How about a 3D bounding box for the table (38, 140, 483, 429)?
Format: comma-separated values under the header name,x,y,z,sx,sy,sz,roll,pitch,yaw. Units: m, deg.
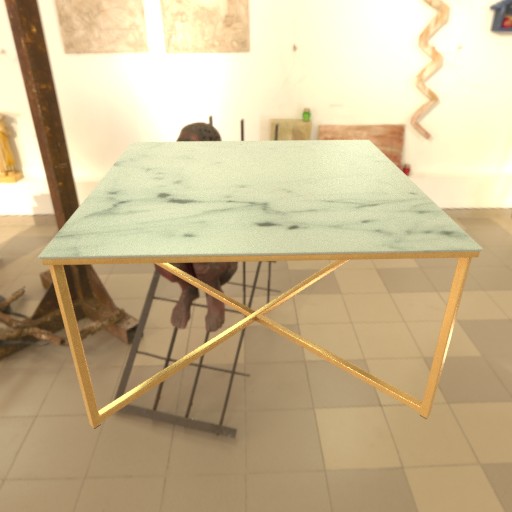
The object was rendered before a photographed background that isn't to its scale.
name,x,y,z,sx,sy,sz,roll,pitch,yaw
table,0.000,0.000,1.254,0.800,0.450,0.800,-1,29,-2
